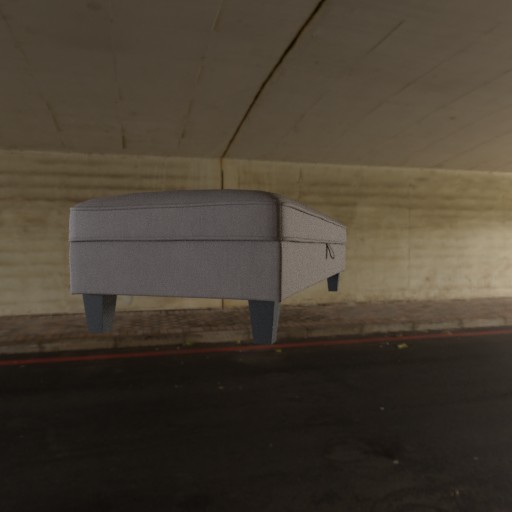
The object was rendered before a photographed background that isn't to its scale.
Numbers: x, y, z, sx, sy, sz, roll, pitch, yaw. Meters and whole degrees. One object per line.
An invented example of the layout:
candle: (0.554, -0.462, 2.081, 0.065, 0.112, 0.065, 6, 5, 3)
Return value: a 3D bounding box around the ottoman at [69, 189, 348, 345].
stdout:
ottoman: (0.000, 0.000, 2.124, 0.751, 0.470, 1.764, 0, 1, 17)
